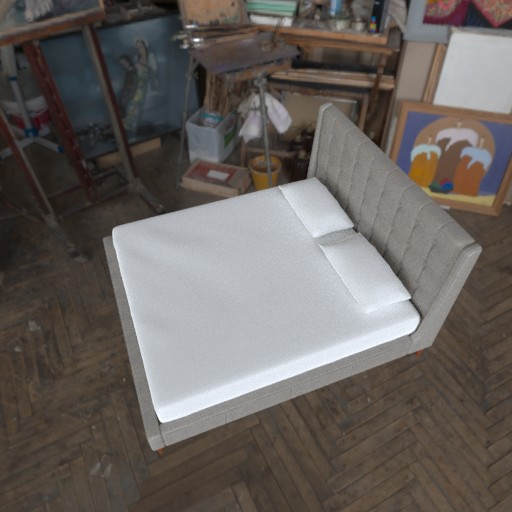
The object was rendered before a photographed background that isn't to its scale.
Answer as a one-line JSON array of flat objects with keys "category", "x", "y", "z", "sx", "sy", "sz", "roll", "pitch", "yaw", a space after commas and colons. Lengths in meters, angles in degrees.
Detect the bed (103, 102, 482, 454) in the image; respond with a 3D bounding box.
[{"category": "bed", "x": 0.000, "y": 0.000, "z": 3.639, "sx": 2.342, "sy": 1.289, "sz": 2.062, "roll": -16, "pitch": 49, "yaw": -15}]
